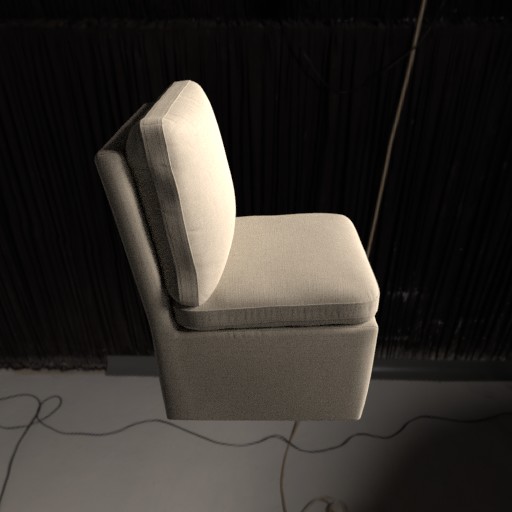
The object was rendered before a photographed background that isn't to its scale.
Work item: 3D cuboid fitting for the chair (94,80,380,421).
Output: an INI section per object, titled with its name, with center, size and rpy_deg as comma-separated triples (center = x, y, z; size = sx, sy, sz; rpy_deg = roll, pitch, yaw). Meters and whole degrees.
[chair]
center = 0.000, 0.000, 1.340
size = 0.698, 0.927, 0.503
rpy_deg = 0, 31, 0
